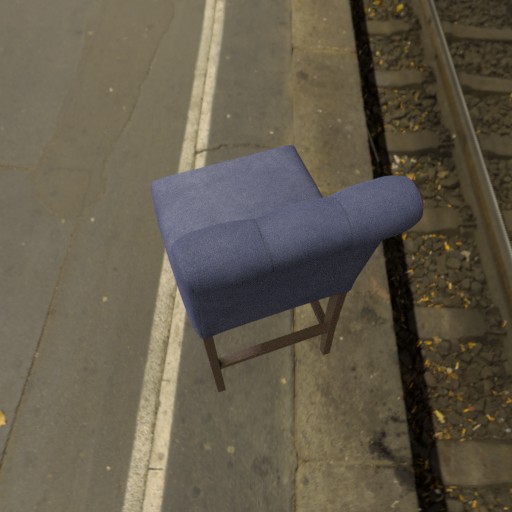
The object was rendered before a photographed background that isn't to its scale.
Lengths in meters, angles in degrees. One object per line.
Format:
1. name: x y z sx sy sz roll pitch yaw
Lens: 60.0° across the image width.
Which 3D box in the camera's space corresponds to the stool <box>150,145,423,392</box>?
1. stool: 0.000 0.000 1.313 0.493 1.010 0.601 -17 60 -10
